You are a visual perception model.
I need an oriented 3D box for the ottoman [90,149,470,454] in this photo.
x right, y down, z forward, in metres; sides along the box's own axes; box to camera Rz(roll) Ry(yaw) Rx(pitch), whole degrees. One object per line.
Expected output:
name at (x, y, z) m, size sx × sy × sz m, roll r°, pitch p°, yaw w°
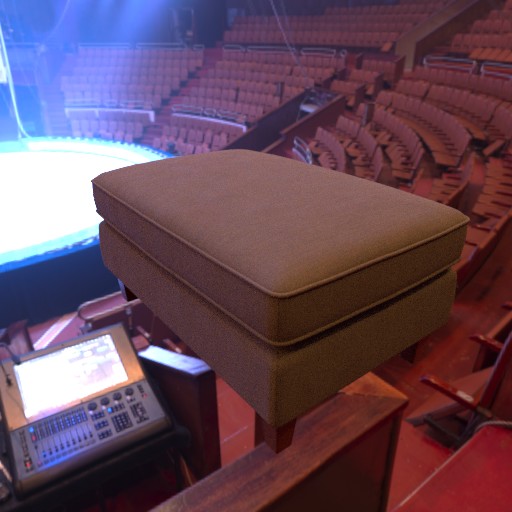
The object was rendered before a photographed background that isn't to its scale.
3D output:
ottoman at (0.000, 0.000, 1.298) m, size 0.636 × 0.480 × 0.941 m, roll -18°, pitch 31°, yaw -34°
